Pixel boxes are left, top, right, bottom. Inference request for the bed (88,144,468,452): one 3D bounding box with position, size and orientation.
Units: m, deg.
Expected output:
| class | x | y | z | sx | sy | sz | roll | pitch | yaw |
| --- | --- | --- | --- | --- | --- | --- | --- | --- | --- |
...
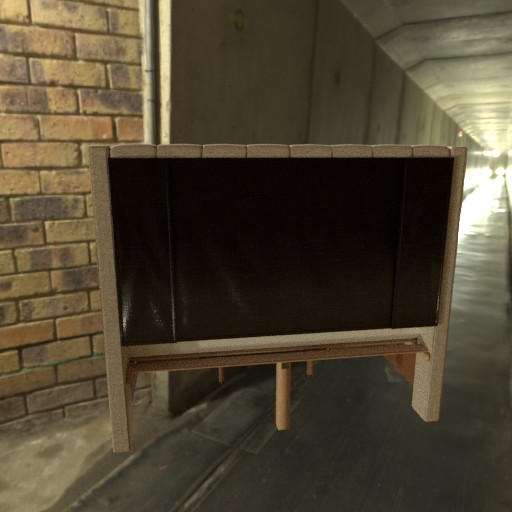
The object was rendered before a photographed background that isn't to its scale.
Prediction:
| class | x | y | z | sx | sy | sz | roll | pitch | yaw |
| --- | --- | --- | --- | --- | --- | --- | --- | --- | --- |
| bed | 0.000 | 0.000 | 3.647 | 2.044 | 1.748 | 2.372 | -2 | 13 | -9 |
